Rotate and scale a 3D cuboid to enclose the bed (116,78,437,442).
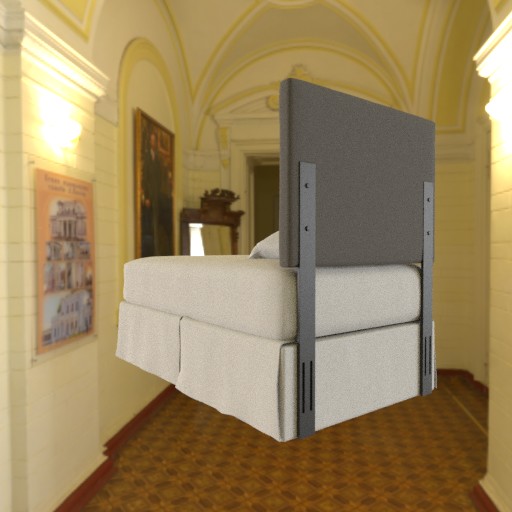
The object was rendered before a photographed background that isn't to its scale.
[{"bbox_3d":[0.000,0.000,3.011,1.261,1.571,1.997,-1,1,-37],"label":"bed"}]
